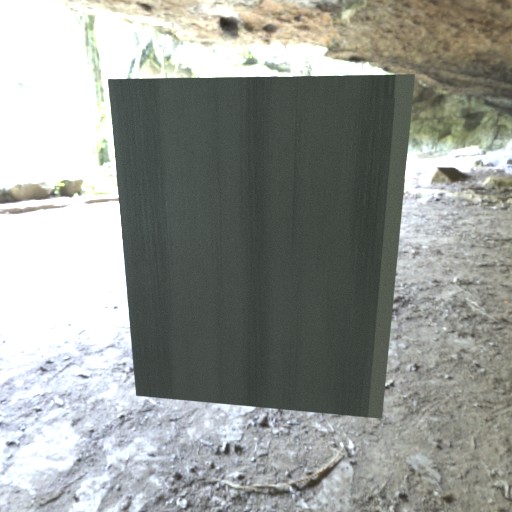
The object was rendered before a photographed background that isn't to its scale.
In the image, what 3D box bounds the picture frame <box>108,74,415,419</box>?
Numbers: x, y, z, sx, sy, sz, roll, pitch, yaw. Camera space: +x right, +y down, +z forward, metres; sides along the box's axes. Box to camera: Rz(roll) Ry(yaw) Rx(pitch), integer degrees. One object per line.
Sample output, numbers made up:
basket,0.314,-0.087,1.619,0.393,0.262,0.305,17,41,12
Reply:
picture frame,0.000,0.000,0.742,0.449,0.555,0.046,2,17,8
